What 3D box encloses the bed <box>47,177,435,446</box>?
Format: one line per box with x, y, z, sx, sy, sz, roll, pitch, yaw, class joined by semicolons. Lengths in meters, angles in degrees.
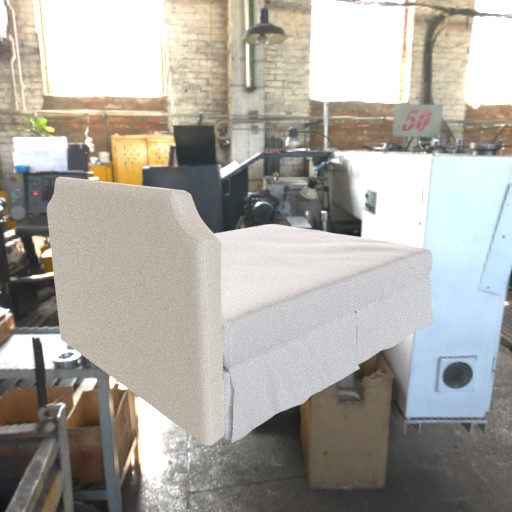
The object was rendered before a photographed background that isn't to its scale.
0.000;0.000;3.527;2.498;1.293;1.977;-13;19;-43;bed
